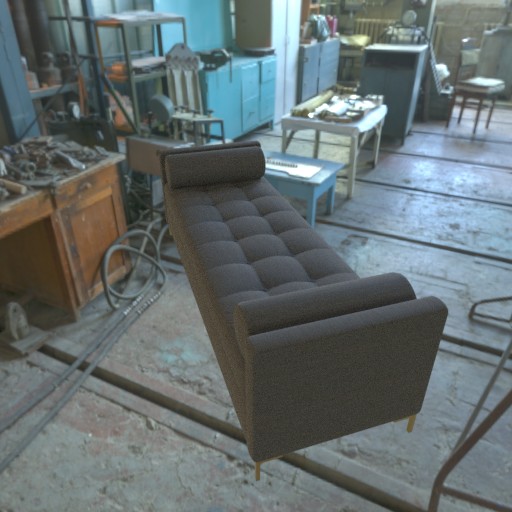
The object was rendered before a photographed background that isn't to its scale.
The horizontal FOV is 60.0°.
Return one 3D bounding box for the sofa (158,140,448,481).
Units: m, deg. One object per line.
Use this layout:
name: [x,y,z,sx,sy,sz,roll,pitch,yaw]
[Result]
sofa: [0.000,0.000,2.307,0.686,0.635,1.981,-10,32,-16]
